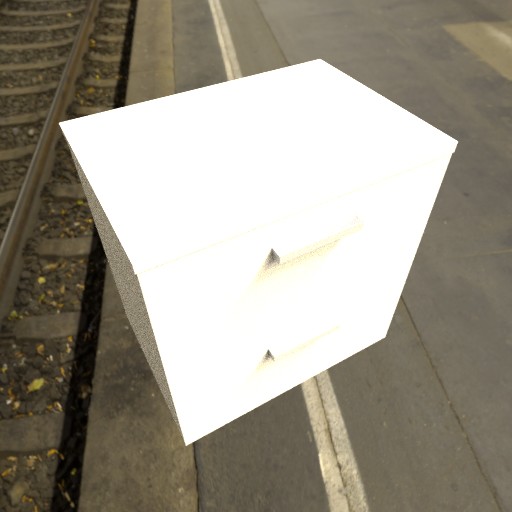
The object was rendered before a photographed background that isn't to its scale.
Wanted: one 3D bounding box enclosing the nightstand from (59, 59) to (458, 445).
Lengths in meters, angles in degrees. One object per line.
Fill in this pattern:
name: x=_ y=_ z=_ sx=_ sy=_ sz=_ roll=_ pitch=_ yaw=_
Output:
nightstand: x=0.000 y=0.000 z=0.755 sx=0.441 sy=0.460 sz=0.325 roll=-22 pitch=50 yaw=-20
